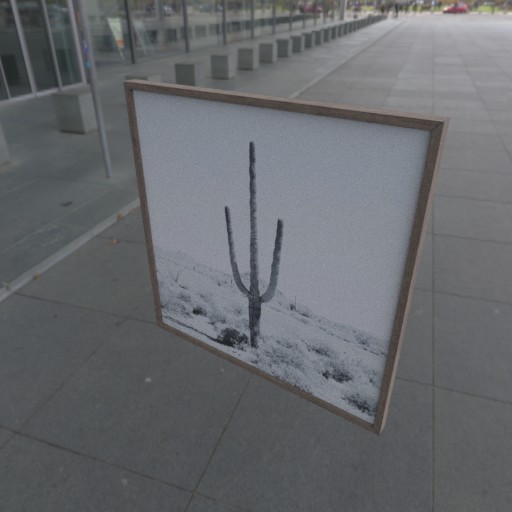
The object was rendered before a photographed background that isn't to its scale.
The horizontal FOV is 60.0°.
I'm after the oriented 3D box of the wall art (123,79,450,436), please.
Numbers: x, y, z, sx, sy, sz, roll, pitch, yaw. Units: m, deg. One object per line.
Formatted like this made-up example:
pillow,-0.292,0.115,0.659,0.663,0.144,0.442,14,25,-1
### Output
wall art,0.000,0.000,1.105,0.762,0.762,0.038,19,35,29
